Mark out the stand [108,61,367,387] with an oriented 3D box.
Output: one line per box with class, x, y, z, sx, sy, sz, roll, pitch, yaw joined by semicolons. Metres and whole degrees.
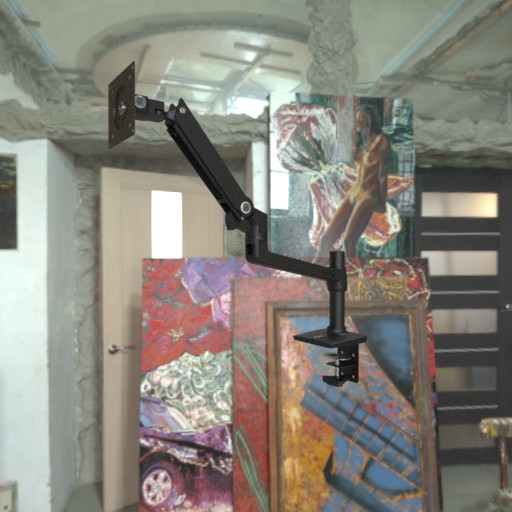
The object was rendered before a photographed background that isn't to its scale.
stand;0.000;0.000;1.053;0.650;0.713;0.152;0;1;-36
